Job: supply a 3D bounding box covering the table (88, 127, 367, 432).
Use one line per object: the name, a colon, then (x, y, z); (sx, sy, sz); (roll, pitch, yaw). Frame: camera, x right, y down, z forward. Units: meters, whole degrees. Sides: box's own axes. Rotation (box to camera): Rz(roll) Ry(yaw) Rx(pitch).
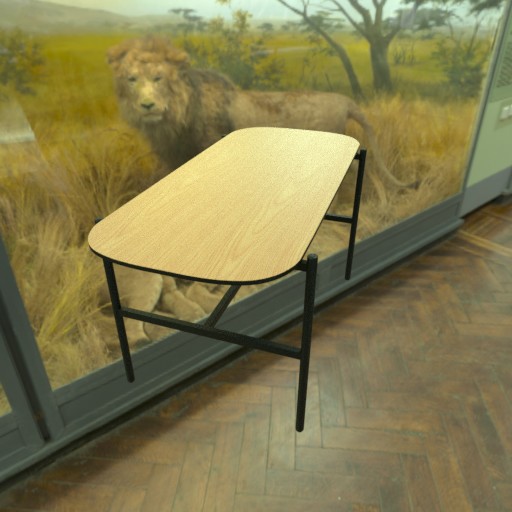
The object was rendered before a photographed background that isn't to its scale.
table: (0.000, 0.000, 1.057); (0.400, 0.400, 0.800); (10, 32, 17)
